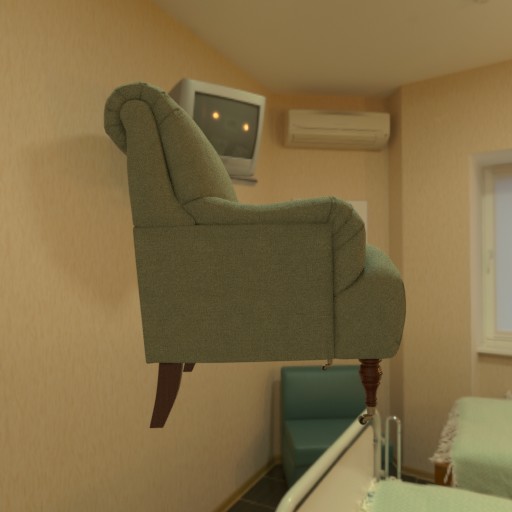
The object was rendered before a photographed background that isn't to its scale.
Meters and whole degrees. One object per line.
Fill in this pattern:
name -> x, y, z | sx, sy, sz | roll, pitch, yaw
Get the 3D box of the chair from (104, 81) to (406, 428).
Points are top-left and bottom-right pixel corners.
chair -> 0.000, 0.000, 1.922 | 1.060, 1.178, 0.964 | 0, -1, -1
